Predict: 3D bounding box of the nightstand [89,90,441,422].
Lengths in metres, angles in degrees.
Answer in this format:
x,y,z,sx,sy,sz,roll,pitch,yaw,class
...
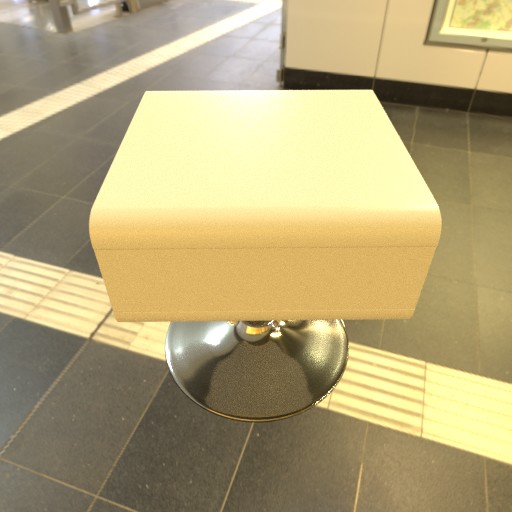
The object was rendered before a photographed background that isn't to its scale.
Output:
x,y,z,sx,sy,sz,roll,pitch,yaw,class
0.000,0.000,0.771,0.404,0.447,0.399,-1,41,-1,nightstand
